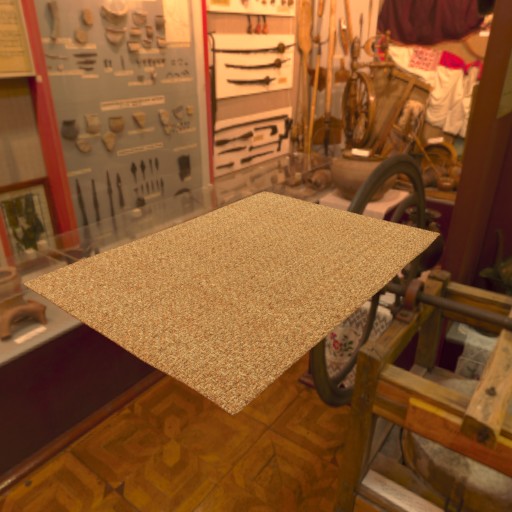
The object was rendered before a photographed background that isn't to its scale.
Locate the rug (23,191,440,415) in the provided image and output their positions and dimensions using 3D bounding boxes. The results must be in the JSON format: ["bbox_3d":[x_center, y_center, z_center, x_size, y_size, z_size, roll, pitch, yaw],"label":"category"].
[{"bbox_3d":[0.000,0.000,2.730,1.566,0.013,2.141,19,32,34],"label":"rug"}]
